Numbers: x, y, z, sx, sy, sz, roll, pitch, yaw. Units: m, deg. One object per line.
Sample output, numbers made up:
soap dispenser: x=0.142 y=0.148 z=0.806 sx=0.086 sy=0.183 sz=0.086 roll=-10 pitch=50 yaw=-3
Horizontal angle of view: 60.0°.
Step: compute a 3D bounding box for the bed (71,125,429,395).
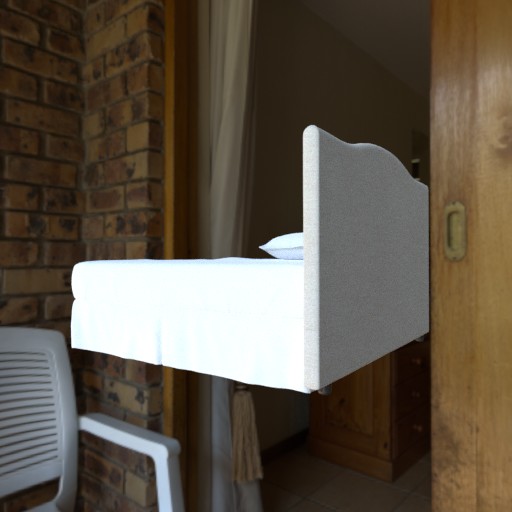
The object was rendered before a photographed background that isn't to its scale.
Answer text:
bed: x=0.000 y=0.000 z=3.570 sx=2.182 sy=1.421 sz=2.083 roll=0 pitch=-1 yaw=35
